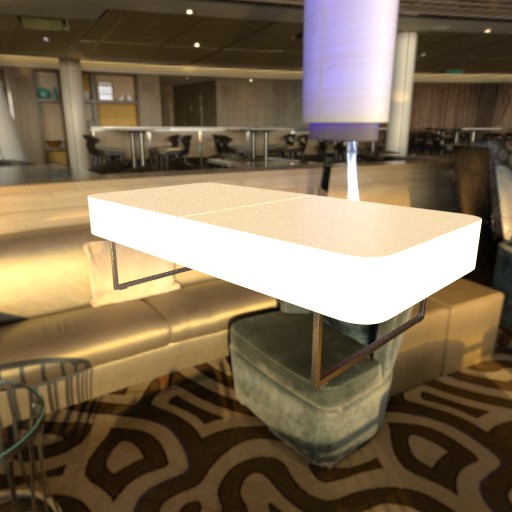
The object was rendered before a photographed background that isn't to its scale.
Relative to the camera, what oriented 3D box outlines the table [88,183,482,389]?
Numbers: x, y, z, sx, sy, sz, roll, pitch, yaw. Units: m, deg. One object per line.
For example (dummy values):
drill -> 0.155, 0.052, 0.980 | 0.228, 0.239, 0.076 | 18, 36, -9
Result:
table -> 0.000, 0.000, 1.458 | 1.200, 0.340, 0.600 | 15, 22, 43
